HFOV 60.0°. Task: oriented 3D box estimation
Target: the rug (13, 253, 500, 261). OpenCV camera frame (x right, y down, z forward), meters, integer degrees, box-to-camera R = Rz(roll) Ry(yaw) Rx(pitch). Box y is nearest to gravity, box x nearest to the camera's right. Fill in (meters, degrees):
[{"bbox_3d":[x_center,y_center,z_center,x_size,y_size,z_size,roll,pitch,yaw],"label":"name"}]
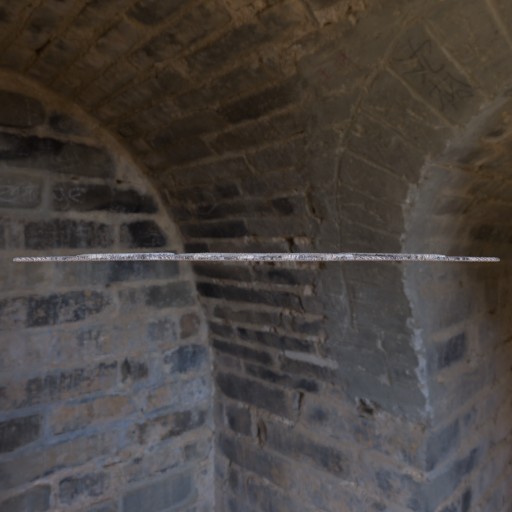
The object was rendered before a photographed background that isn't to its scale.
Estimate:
[{"bbox_3d":[0.000,0.000,2.257,1.823,0.030,1.222,0,1,-1],"label":"rug"}]
